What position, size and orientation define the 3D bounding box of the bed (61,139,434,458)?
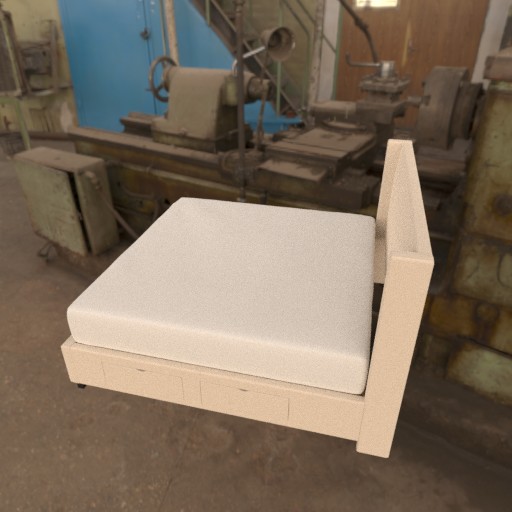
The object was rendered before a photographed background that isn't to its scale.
[{"bbox_3d":[0.000,0.000,3.591,2.293,1.471,2.145,7,31,12],"label":"bed"}]
